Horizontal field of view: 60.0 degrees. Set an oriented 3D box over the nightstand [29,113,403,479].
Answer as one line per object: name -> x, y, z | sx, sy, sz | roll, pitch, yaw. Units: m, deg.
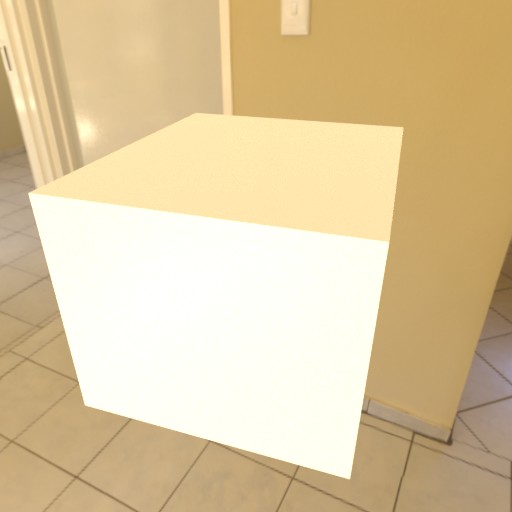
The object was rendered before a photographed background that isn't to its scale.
nightstand -> 0.000, 0.000, 0.744 | 0.408, 0.351, 0.470 | 9, 31, 15
